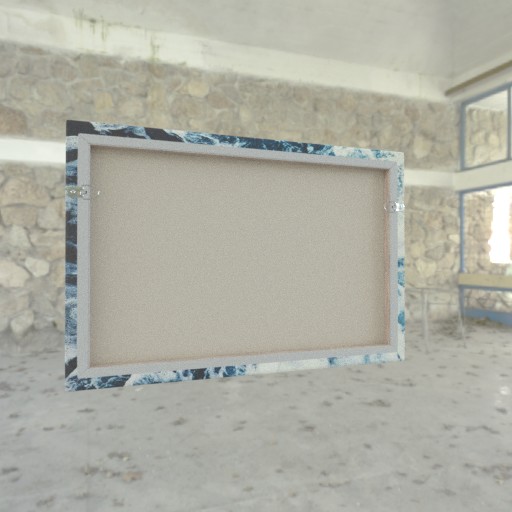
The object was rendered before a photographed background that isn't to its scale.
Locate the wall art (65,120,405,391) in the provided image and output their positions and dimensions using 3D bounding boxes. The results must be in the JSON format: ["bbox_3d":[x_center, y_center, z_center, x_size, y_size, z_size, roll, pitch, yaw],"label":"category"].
[{"bbox_3d":[0.000,0.000,1.928,1.524,1.017,0.055,0,-1,-20],"label":"wall art"}]
